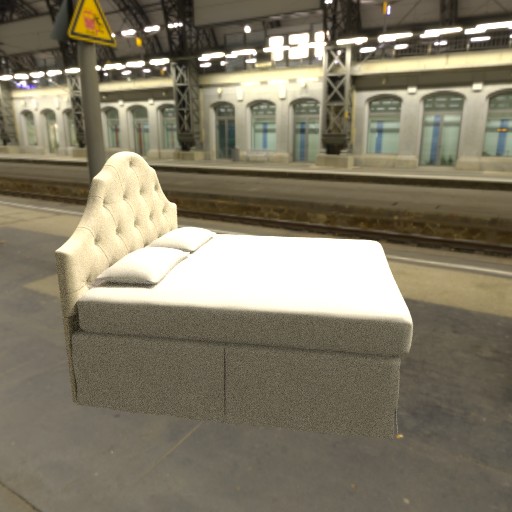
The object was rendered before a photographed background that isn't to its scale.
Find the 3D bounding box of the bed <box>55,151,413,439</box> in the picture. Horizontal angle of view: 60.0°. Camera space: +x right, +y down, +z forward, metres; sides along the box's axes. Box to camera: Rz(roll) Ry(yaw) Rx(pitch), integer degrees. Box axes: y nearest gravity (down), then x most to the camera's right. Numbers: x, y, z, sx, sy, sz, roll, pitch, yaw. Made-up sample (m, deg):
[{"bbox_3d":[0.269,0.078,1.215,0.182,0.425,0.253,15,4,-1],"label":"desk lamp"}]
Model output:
[{"bbox_3d":[0.000,0.000,3.420,2.086,1.555,2.012,3,16,9],"label":"bed"}]
